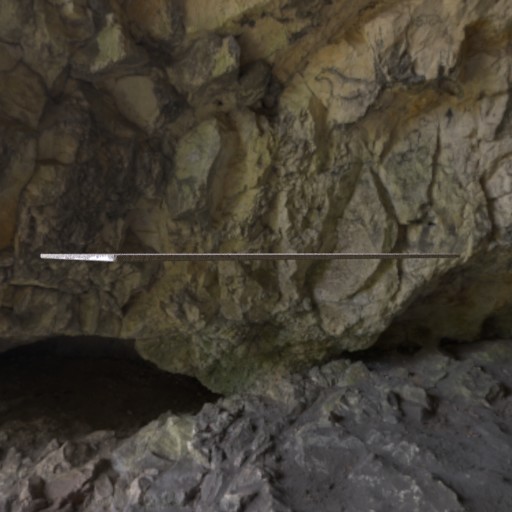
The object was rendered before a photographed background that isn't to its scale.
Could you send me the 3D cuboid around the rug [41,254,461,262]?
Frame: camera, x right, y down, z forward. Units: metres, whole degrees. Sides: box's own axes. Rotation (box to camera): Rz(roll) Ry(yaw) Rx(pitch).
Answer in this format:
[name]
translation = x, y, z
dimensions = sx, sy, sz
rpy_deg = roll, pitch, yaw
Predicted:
[rug]
translation = 0.000, 0.000, 2.914
dimensions = 2.349, 0.026, 1.500
rpy_deg = 0, 0, -36
